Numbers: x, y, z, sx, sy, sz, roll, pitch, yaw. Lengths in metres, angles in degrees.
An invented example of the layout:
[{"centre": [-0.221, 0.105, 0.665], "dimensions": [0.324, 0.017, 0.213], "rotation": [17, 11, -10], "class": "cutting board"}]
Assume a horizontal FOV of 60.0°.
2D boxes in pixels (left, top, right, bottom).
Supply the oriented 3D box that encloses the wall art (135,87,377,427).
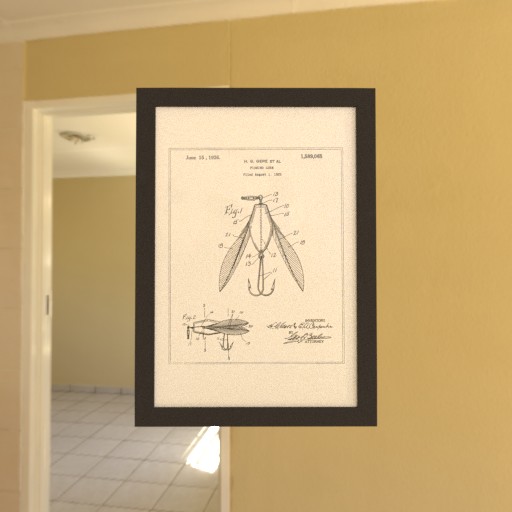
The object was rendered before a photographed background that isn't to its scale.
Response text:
[{"centre": [0.000, 0.000, 0.705], "dimensions": [0.380, 0.534, 0.013], "rotation": [0, -1, 0], "class": "wall art"}]
